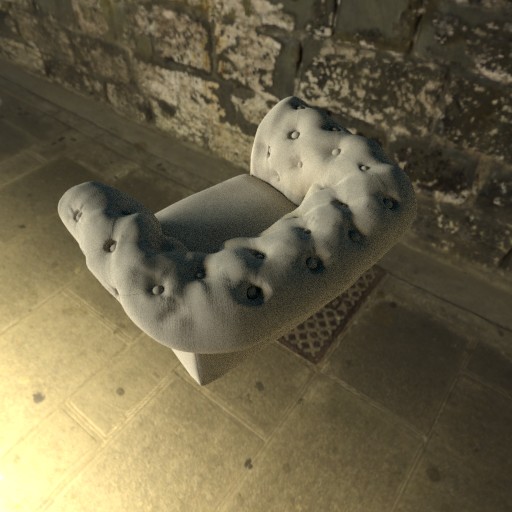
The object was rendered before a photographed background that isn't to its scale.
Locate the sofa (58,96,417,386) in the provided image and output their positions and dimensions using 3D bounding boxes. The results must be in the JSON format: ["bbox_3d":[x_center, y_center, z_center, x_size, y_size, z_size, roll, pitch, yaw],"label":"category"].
[{"bbox_3d":[0.000,0.000,2.102,1.405,0.878,1.034,-30,54,-25],"label":"sofa"}]
